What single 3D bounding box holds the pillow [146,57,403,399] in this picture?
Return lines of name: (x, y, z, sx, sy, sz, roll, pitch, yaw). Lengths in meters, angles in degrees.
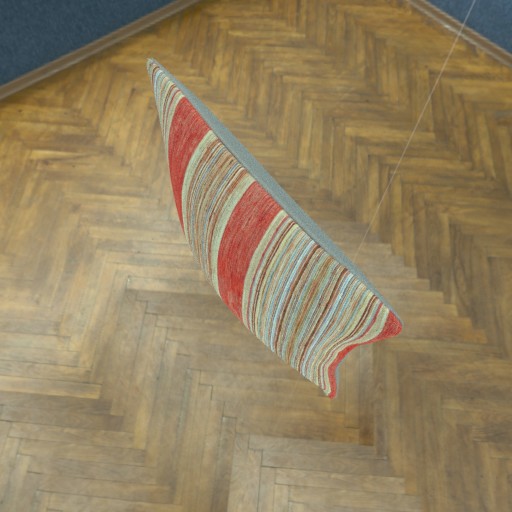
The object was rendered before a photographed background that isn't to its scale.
pillow: (0.000, 0.000, 0.649, 0.136, 0.419, 0.437, -35, 69, -15)
